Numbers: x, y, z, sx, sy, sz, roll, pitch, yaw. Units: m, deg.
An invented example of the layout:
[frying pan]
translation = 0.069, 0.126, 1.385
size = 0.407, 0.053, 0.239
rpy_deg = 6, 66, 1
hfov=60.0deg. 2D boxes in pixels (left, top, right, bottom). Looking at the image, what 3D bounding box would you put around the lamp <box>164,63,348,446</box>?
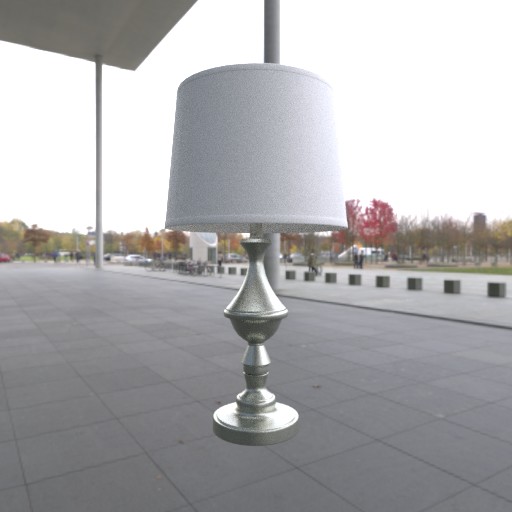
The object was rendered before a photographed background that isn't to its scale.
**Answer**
[lamp]
translation = 0.000, 0.000, 0.945
size = 0.383, 0.733, 0.383
rpy_deg = 0, 0, 0
